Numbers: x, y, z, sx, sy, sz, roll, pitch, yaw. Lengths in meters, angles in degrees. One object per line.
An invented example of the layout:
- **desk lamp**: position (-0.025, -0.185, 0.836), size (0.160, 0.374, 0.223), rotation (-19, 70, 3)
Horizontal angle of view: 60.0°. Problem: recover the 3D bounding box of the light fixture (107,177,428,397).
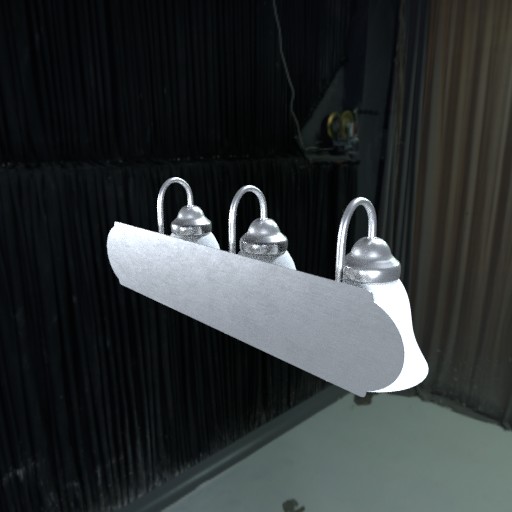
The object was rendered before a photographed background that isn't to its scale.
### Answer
- **light fixture**: position (0.000, 0.000, 0.695), size (0.199, 0.222, 0.610), rotation (-14, 20, -42)
